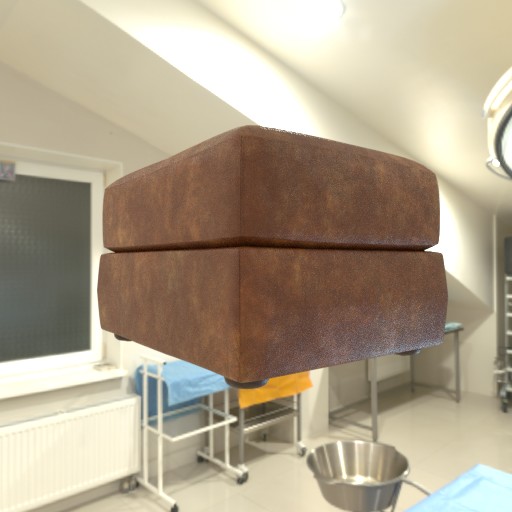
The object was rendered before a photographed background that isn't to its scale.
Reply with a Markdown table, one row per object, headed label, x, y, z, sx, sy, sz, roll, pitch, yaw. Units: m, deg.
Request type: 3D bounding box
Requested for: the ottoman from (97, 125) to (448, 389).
| label | x | y | z | sx | sy | sz | roll | pitch | yaw |
| --- | --- | --- | --- | --- | --- | --- | --- | --- | --- |
| ottoman | 0.000 | 0.000 | 1.154 | 0.603 | 0.476 | 0.751 | 1 | -1 | -36 |
